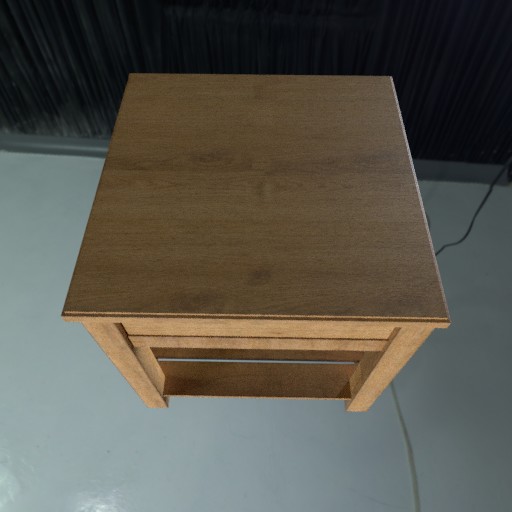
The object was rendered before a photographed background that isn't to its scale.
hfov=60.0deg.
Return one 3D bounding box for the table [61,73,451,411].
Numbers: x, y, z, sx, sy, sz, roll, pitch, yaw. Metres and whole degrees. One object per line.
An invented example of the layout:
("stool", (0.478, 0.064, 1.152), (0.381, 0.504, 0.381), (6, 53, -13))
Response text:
("table", (0.000, 0.000, 1.097), (0.612, 0.593, 0.616), (1, 57, 1))
